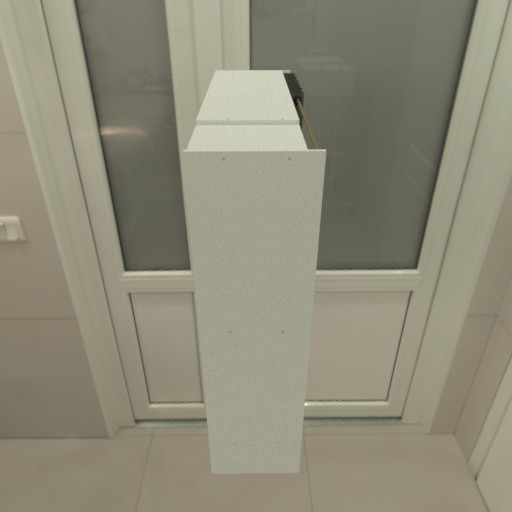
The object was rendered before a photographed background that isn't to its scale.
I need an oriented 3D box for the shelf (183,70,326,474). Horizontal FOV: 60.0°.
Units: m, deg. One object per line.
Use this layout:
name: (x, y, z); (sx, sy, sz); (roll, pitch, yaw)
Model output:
shelf: (0.000, 0.000, 2.631); (0.500, 1.810, 1.600); (0, 32, 0)
